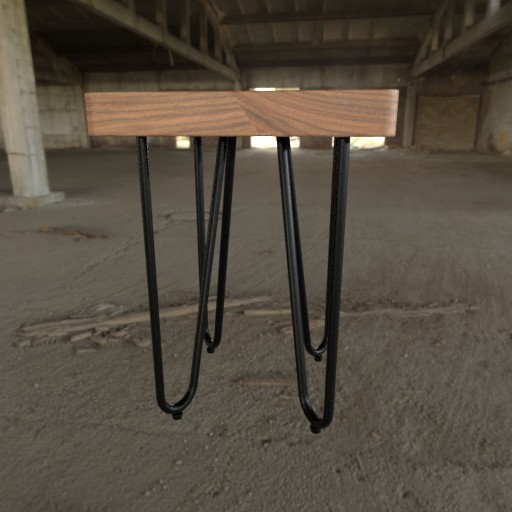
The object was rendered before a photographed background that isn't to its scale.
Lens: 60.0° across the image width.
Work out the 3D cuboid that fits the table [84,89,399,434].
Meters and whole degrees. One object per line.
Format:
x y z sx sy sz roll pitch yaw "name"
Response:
0.000 0.000 0.964 0.479 0.641 0.480 2 16 8 "table"
